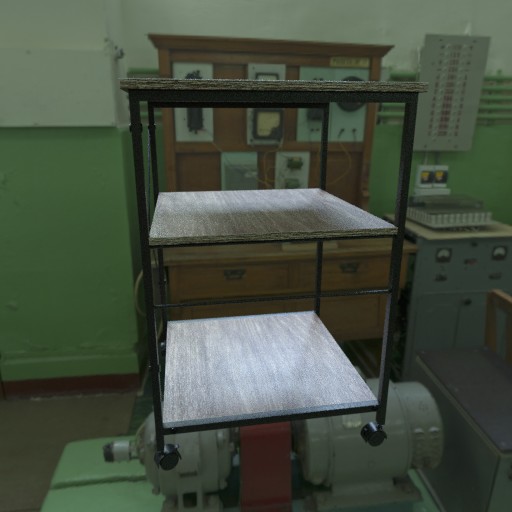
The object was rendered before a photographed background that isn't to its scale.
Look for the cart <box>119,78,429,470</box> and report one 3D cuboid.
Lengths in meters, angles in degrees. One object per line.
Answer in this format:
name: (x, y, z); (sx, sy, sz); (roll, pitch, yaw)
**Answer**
cart: (0.000, 0.000, 1.085); (0.520, 0.762, 0.521); (-3, 17, -9)
